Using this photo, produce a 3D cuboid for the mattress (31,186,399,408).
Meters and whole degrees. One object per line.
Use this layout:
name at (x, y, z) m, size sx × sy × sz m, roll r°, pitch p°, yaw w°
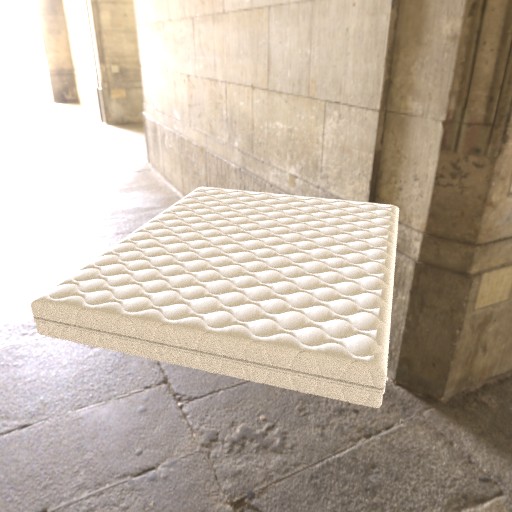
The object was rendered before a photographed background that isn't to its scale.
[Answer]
mattress at (0.000, 0.000, 2.666) m, size 1.600 × 0.200 × 1.900 m, roll 8°, pitch 27°, yaw 16°
